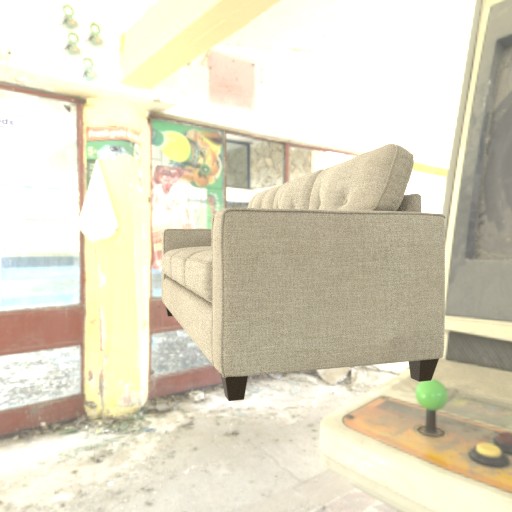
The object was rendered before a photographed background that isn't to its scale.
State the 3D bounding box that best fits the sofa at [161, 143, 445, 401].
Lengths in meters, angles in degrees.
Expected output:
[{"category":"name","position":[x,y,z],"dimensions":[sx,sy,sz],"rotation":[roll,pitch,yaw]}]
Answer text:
[{"category":"sofa","position":[0.000,0.000,2.613],"dimensions":[0.939,0.965,2.133],"rotation":[0,1,-17]}]
